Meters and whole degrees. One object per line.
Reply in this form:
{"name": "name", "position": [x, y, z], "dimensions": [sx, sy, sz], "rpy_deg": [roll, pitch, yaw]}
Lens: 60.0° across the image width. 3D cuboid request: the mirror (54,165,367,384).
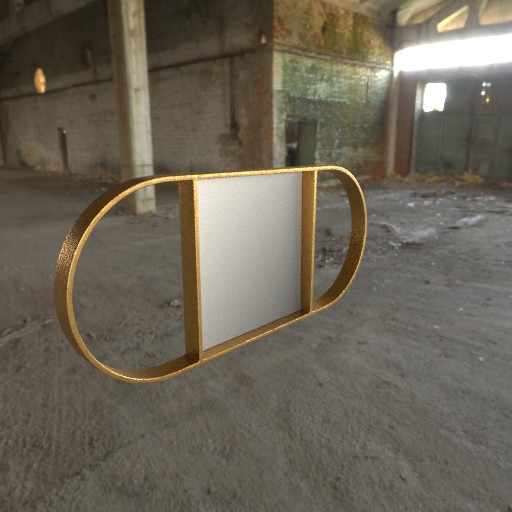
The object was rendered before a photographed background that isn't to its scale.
{"name": "mirror", "position": [0.000, 0.000, 0.663], "dimensions": [0.032, 0.254, 0.584], "rpy_deg": [14, 20, 42]}
